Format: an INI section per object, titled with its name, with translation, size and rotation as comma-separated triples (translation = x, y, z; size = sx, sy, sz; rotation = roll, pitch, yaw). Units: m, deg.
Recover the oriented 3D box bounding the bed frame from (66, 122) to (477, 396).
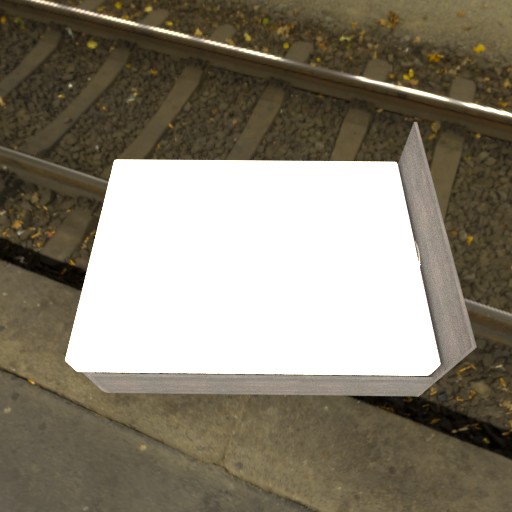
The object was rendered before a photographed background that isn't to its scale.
[bed frame]
translation = 0.000, 0.000, 2.608
size = 1.900, 0.800, 1.400
rotation = 1, 58, 0
